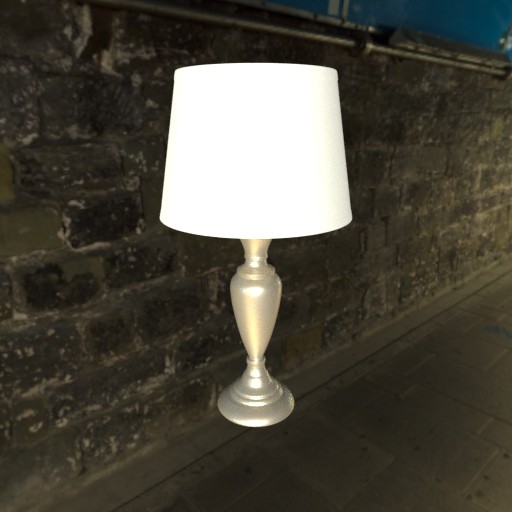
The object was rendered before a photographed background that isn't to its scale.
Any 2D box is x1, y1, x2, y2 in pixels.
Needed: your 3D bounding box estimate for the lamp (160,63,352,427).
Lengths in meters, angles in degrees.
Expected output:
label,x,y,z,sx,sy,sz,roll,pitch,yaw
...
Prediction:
label,x,y,z,sx,sy,sz,roll,pitch,yaw
lamp,0.000,0.000,0.796,0.328,0.612,0.328,0,17,0
